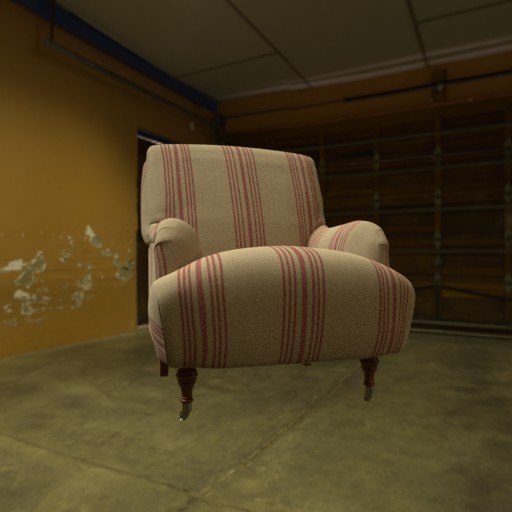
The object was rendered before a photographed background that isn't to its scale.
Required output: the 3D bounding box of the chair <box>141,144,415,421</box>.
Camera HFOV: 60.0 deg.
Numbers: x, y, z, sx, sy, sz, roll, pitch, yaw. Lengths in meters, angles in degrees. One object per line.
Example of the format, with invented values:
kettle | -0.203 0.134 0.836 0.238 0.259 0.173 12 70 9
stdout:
chair | 0.000 0.000 1.892 0.933 1.123 1.058 0 -1 -17
